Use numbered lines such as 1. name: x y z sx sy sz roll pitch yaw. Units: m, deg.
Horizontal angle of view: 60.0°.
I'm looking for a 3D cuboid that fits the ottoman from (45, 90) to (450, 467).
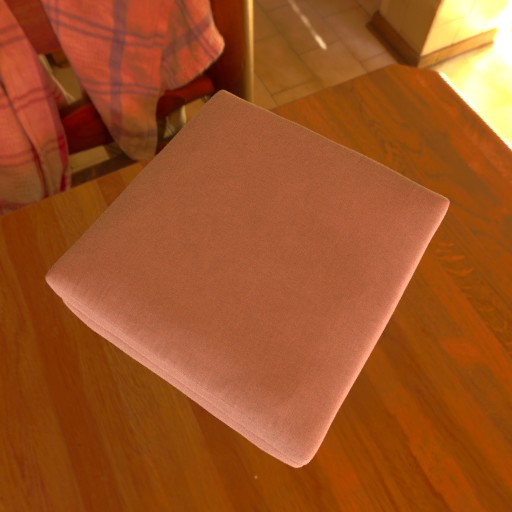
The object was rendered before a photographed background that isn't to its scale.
1. ottoman: 0.000 0.000 1.842 1.171 0.517 1.203 30 67 14
